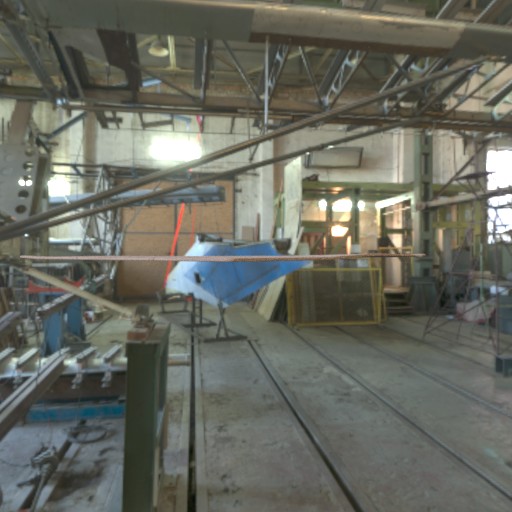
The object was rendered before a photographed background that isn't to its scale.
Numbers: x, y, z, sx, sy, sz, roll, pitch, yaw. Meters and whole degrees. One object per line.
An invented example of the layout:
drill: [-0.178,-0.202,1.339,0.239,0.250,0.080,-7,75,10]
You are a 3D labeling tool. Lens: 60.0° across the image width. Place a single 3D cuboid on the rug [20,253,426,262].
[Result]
rug: [0.000,0.000,2.307,1.230,0.025,1.837,0,0,36]
